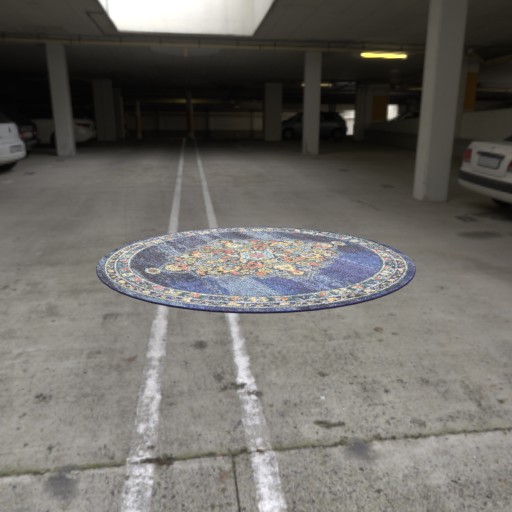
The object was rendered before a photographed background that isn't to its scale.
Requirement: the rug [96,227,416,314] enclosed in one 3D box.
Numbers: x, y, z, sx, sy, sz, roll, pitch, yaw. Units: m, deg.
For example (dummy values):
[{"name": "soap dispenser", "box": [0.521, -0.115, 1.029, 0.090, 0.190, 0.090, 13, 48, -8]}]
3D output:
[{"name": "rug", "box": [0.000, 0.000, 2.336, 1.591, 0.010, 1.591, 0, 15, 0]}]
